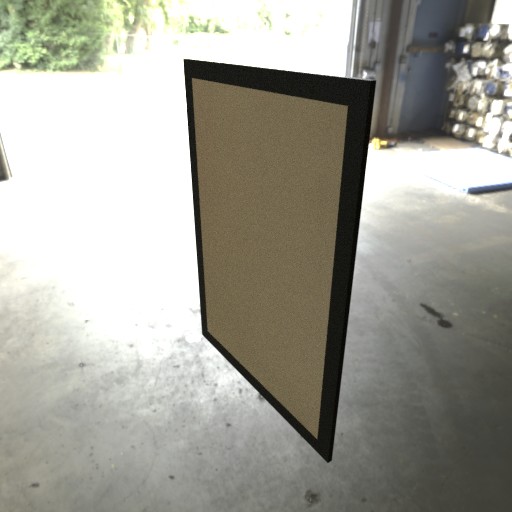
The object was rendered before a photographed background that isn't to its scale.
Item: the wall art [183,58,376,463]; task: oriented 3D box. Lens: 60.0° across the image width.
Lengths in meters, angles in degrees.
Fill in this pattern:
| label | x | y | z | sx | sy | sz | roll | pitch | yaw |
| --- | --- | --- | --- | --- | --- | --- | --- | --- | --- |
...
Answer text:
| label | x | y | z | sx | sy | sz | roll | pitch | yaw |
| --- | --- | --- | --- | --- | --- | --- | --- | --- | --- |
| wall art | 0.000 | 0.000 | 0.673 | 0.008 | 0.530 | 0.379 | -18 | 33 | -31 |
